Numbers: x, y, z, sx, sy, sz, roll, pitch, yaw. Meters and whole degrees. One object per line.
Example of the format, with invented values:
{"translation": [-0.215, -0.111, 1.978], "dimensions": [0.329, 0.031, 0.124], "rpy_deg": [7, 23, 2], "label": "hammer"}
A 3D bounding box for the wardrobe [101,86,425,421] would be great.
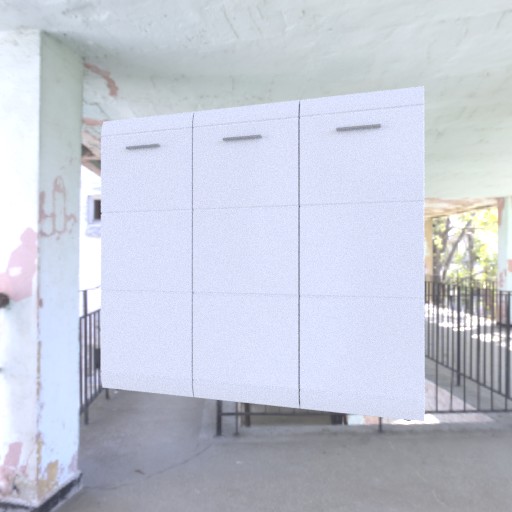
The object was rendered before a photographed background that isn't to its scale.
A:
{"translation": [0.000, 0.000, 1.904], "dimensions": [1.340, 1.200, 0.360], "rpy_deg": [0, 0, 18], "label": "wardrobe"}
